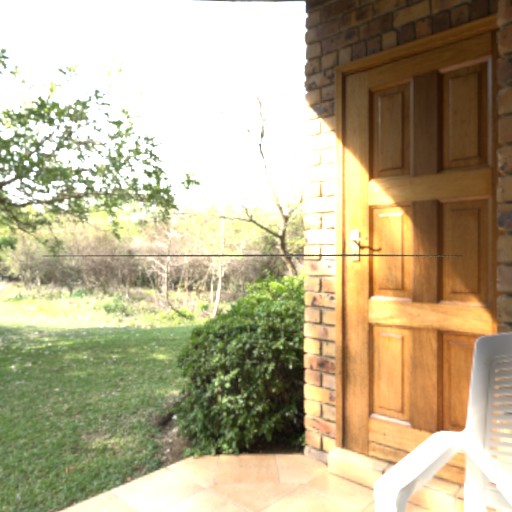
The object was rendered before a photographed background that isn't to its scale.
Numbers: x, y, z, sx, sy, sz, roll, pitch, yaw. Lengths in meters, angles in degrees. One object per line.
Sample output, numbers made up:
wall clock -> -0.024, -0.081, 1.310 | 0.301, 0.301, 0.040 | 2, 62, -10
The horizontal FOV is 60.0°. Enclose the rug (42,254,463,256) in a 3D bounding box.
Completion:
rug -> 0.000, 0.000, 4.102 | 3.045, 0.007, 2.436 | 0, 0, 37
